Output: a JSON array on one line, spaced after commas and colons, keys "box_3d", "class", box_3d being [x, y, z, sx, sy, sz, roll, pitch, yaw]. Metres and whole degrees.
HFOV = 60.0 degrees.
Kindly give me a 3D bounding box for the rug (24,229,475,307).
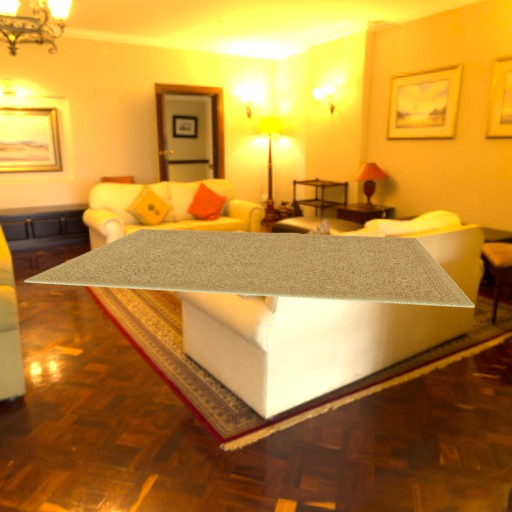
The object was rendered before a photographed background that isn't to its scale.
[{"box_3d": [0.000, 0.000, 2.343, 1.829, 0.010, 1.219, 2, 14, 9], "class": "rug"}]
